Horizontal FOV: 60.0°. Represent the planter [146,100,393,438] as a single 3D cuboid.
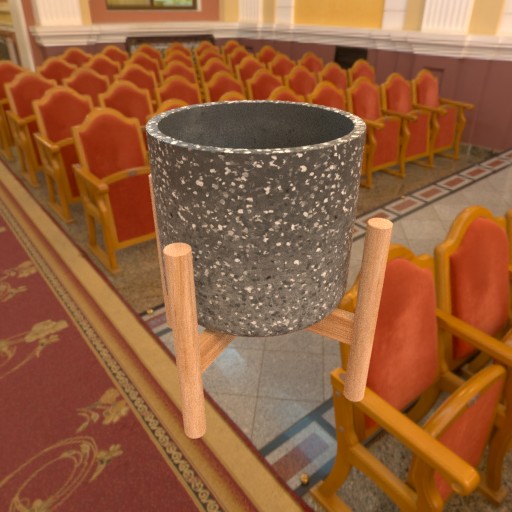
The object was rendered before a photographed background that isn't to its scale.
[{"bbox_3d":[0.000,0.000,0.535,0.284,0.320,0.284,-21,36,-32],"label":"planter"}]
